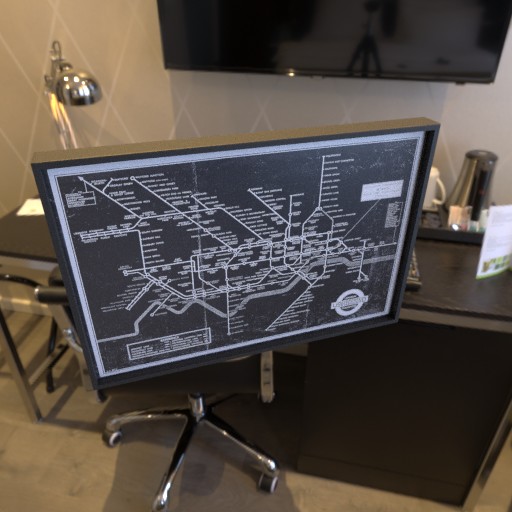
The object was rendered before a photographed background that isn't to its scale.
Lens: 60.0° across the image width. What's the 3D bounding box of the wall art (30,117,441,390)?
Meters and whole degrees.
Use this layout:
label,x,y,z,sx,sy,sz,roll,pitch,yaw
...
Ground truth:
label,x,y,z,sx,sy,sz,roll,pitch,yaw
wall art,0.000,0.000,0.839,0.671,0.456,0.051,-9,33,-15
